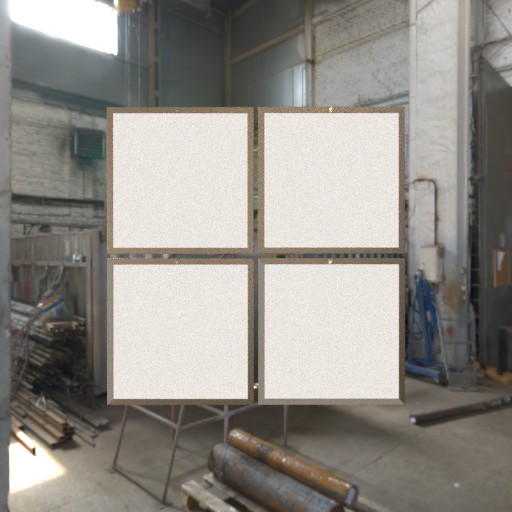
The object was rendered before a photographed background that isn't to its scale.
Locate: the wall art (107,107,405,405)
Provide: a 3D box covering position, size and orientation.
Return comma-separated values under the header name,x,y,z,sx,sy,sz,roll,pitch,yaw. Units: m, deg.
name,x,y,z,sx,sy,sz,roll,pitch,yaw
wall art,0.000,0.000,1.544,1.032,1.032,0.030,0,0,0
